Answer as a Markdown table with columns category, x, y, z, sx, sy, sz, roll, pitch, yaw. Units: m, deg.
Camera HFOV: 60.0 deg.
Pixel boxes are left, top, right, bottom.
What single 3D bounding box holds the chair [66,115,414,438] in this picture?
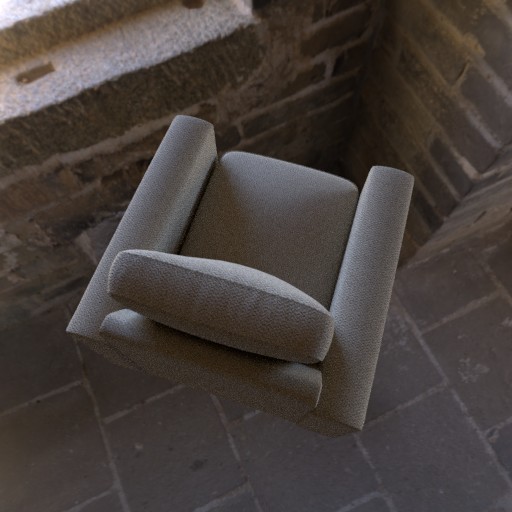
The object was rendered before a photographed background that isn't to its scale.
| category | x | y | z | sx | sy | sz | roll | pitch | yaw |
| --- | --- | --- | --- | --- | --- | --- | --- | --- | --- |
| chair | 0.000 | 0.000 | 1.702 | 1.005 | 0.873 | 1.016 | 16 | 67 | 7 |
